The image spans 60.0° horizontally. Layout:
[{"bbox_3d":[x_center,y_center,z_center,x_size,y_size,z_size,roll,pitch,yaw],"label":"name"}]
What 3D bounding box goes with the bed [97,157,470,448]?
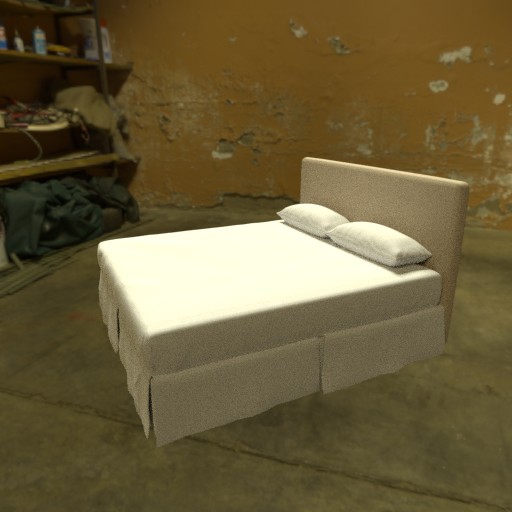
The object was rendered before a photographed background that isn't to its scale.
[{"bbox_3d":[0.000,0.000,3.570,2.319,1.317,2.119,-8,20,-25],"label":"bed"}]
